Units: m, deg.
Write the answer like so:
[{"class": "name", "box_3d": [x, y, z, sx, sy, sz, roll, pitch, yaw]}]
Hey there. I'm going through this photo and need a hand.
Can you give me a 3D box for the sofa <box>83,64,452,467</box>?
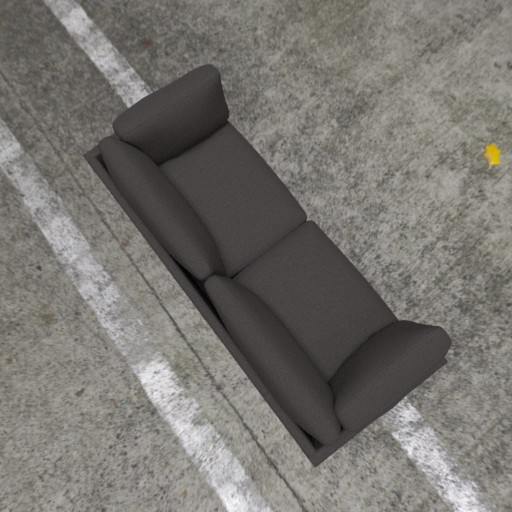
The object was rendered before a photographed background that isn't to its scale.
[{"class": "sofa", "box_3d": [0.000, 0.000, 2.768, 0.969, 0.792, 2.312, -37, 79, -9]}]
